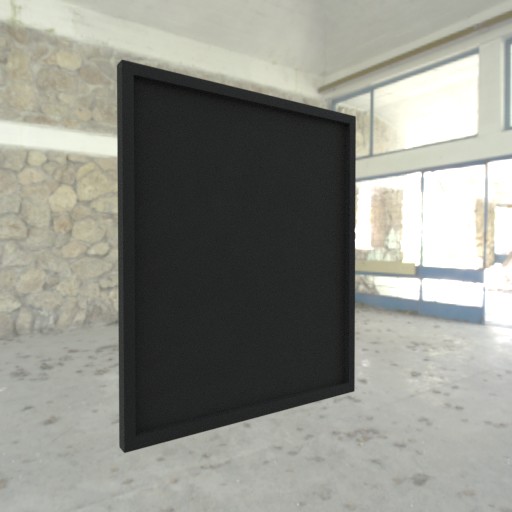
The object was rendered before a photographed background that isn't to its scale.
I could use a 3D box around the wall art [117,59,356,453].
[{"bbox_3d":[0.000,0.000,0.703,0.432,0.508,0.021,-1,1,-35],"label":"wall art"}]
